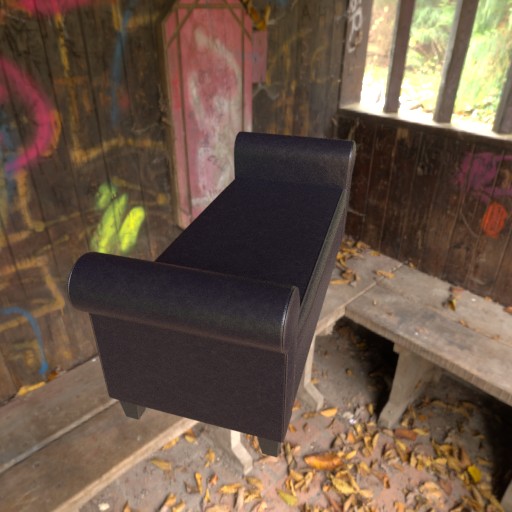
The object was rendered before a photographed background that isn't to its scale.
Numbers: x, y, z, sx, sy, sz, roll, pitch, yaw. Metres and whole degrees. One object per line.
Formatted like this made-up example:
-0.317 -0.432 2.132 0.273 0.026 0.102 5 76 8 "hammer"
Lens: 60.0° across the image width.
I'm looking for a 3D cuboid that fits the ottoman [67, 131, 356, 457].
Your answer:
0.000 0.000 1.555 0.521 0.547 1.256 9 32 15 "ottoman"
